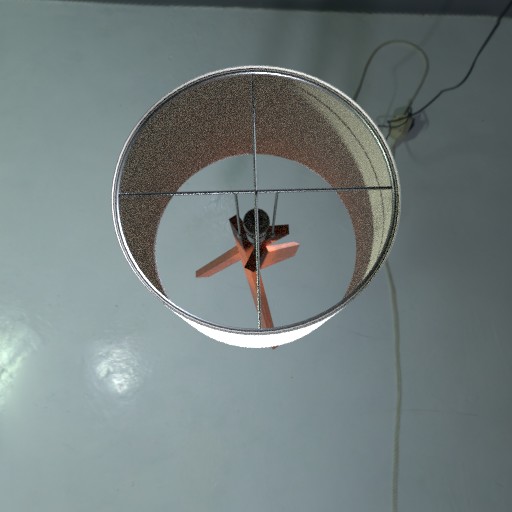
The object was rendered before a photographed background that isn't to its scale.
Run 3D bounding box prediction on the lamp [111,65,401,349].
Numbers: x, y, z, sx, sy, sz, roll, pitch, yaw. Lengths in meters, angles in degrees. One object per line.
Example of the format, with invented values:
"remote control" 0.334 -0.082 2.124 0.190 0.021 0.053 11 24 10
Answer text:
"lamp" 0.000 0.000 0.913 0.380 0.686 0.380 -2 75 0
